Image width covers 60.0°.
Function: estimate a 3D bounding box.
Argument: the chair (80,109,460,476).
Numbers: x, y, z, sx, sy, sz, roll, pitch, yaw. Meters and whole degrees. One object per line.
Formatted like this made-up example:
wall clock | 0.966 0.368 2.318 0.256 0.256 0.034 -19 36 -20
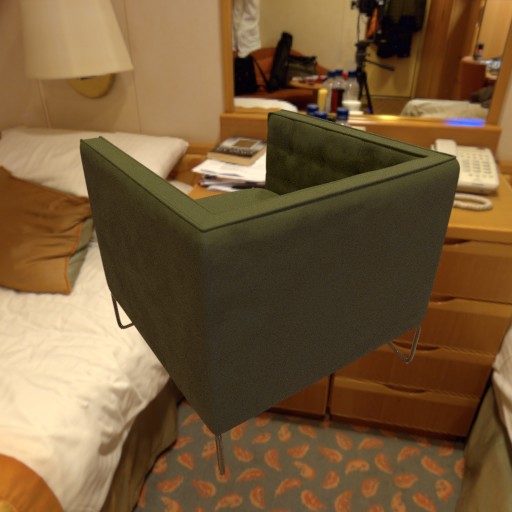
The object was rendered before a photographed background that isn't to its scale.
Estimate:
chair | 0.000 0.000 1.566 0.880 0.790 0.894 -19 35 -29
